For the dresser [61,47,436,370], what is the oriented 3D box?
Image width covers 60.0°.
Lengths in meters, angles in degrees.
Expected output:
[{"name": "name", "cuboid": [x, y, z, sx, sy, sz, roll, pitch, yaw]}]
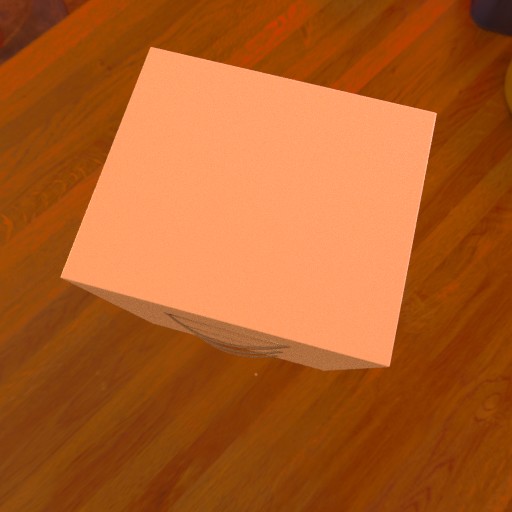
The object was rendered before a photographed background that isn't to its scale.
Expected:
[{"name": "dresser", "cuboid": [0.000, 0.000, 0.827, 0.400, 0.560, 0.360, 15, 76, 4]}]
